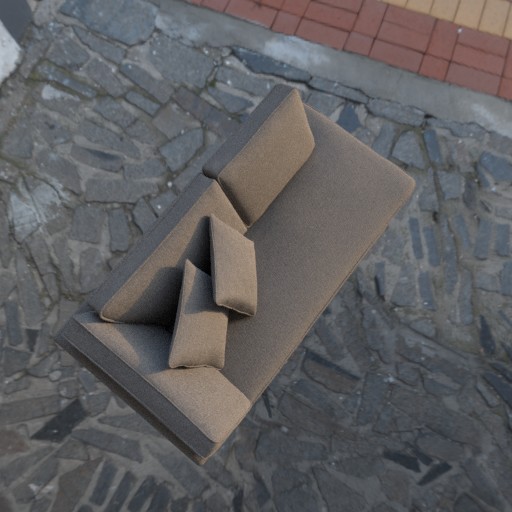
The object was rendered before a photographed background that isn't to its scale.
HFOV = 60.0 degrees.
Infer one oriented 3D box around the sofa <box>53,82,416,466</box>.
[{"bbox_3d":[0.000,0.000,2.842,1.110,1.033,2.237,37,77,10],"label":"sofa"}]
